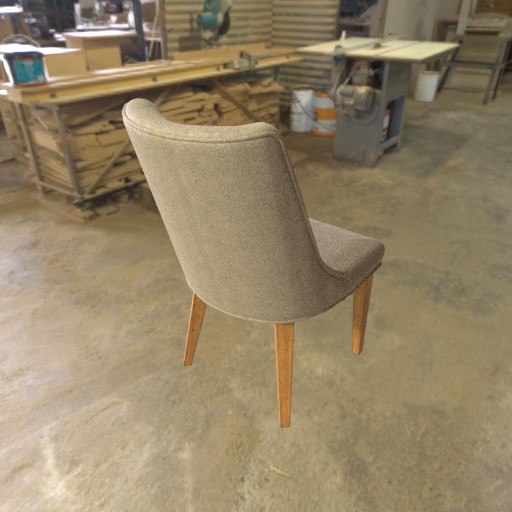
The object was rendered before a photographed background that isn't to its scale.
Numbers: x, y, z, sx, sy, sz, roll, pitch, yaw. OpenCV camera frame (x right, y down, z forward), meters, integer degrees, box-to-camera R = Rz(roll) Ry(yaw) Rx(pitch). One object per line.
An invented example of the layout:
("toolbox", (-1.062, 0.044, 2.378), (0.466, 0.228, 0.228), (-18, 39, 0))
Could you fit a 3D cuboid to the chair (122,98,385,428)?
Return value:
("chair", (0.000, 0.000, 1.311), (0.548, 0.916, 0.636), (22, 37, 32))
